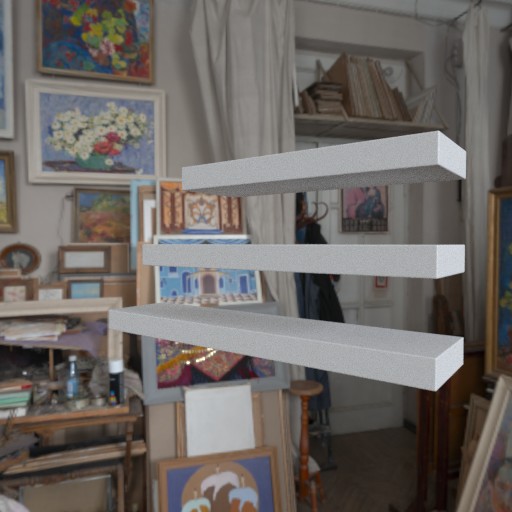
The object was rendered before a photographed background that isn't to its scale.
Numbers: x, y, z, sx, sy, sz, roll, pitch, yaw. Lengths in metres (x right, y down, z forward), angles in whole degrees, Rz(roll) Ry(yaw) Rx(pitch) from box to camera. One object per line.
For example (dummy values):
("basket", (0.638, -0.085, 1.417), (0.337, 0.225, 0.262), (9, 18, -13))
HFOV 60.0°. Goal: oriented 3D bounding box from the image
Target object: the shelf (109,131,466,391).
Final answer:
("shelf", (0.000, 0.000, 0.733), (0.610, 0.293, 0.140), (1, 2, 37))
